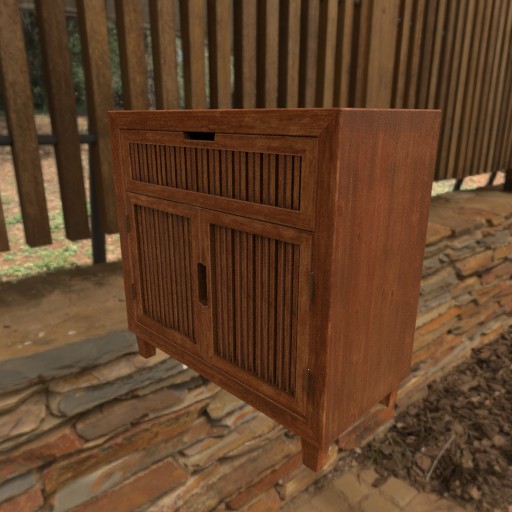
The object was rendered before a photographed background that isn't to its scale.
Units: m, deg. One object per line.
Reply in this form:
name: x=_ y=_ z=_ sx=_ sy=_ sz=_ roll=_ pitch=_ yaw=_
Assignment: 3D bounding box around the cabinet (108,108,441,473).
cabinet: x=0.000 y=0.000 z=1.259 sx=0.796 sy=0.785 sz=0.412 roll=17 pitch=24 yaw=42
